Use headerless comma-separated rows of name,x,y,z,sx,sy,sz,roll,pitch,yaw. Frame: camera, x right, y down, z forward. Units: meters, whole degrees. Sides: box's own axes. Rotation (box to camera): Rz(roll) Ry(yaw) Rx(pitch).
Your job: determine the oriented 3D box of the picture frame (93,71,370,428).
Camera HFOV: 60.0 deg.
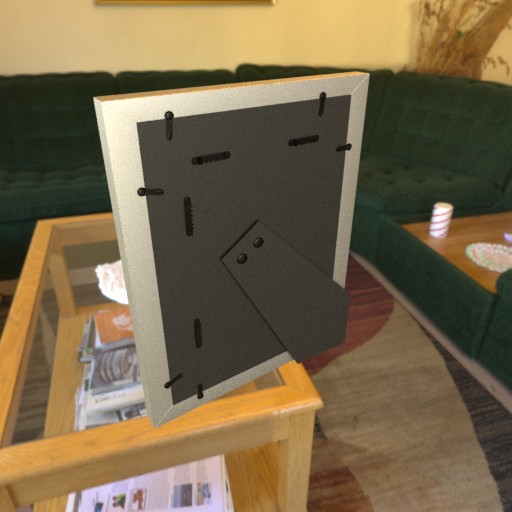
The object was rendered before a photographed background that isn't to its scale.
picture frame,0.000,0.000,0.529,0.307,0.386,0.036,-18,34,-29
